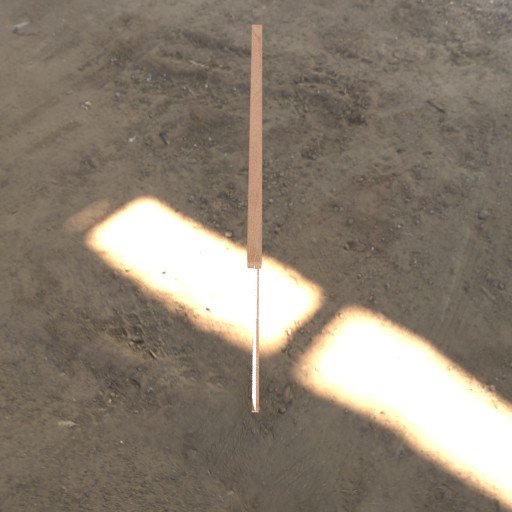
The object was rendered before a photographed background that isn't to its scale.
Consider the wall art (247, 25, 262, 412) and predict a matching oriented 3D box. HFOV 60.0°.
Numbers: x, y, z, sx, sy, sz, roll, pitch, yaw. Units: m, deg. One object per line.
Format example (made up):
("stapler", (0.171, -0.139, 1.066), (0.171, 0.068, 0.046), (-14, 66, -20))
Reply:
("wall art", (0.000, 0.000, 0.656), (0.012, 0.508, 0.332), (0, 58, 0))
